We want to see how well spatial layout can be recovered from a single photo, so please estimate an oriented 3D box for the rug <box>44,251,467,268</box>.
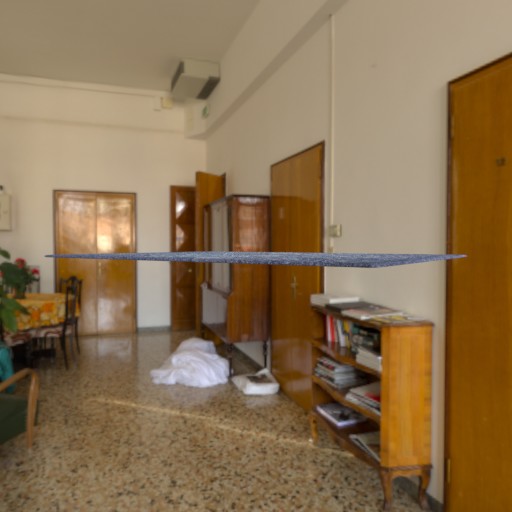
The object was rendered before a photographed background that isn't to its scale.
[{"bbox_3d":[0.000,0.000,4.164,3.245,0.024,2.385,1,2,36],"label":"rug"}]
